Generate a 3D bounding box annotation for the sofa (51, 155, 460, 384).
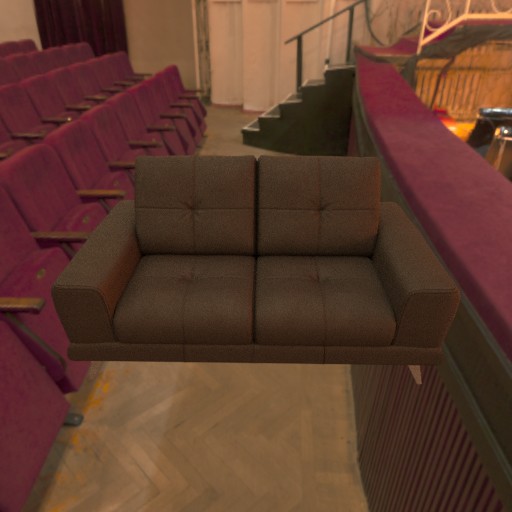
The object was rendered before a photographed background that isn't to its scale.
[{"bbox_3d":[0.000,0.000,2.357,1.806,0.907,1.018,1,29,1],"label":"sofa"}]
